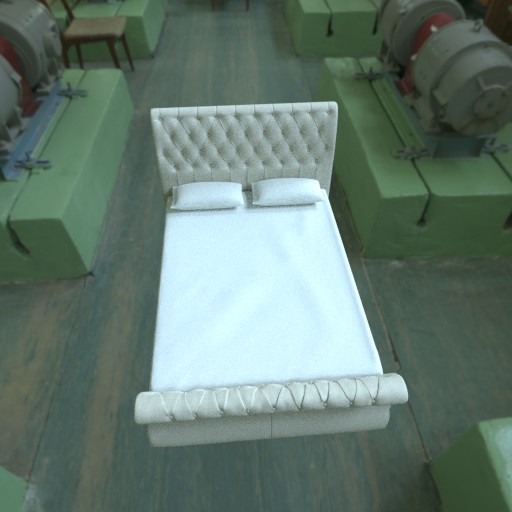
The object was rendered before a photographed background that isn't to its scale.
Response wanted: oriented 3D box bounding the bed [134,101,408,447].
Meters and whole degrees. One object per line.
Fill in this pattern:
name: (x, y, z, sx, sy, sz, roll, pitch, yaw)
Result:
bed: (0.000, 0.000, 3.406, 1.606, 1.268, 2.493, -3, 45, -3)
